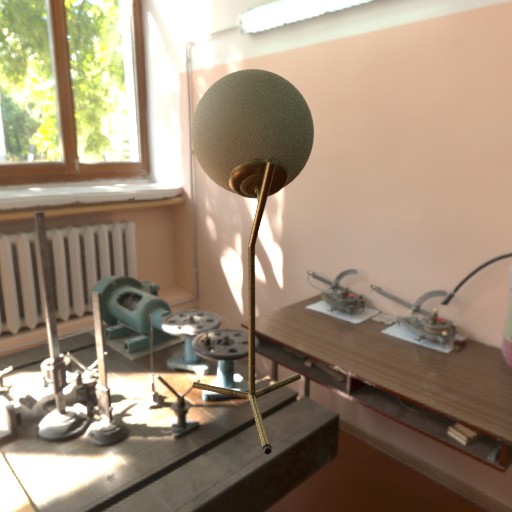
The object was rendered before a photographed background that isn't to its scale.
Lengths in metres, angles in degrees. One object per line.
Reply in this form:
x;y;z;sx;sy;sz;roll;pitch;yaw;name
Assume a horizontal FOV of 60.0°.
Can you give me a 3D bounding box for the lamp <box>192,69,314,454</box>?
0.000;0.000;0.690;0.210;0.552;0.251;-2;13;-9;lamp
